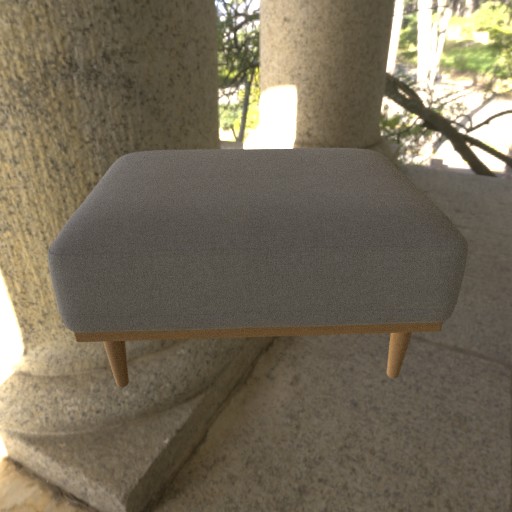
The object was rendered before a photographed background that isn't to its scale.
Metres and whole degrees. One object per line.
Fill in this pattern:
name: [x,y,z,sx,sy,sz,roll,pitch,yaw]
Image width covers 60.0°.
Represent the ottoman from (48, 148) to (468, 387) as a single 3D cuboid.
ottoman: [0.000,0.000,1.056,0.749,0.428,0.549,-1,29,-2]
